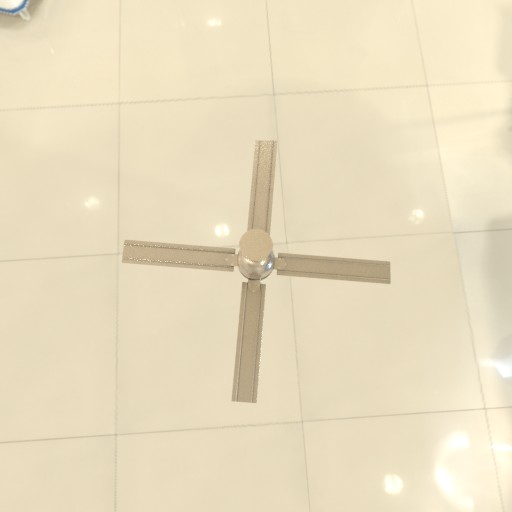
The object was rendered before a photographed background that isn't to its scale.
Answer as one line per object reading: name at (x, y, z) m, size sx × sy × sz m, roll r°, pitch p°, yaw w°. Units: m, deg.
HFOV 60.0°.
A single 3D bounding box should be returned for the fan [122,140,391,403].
fan at (0.000, 0.000, 2.101) m, size 1.346 × 0.406 × 1.346 m, roll 3°, pitch 76°, yaw 1°
